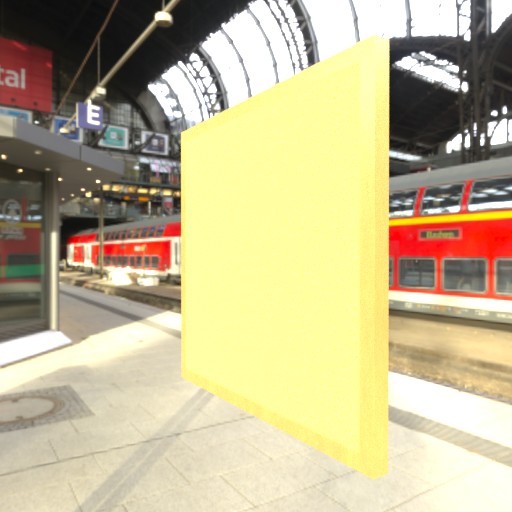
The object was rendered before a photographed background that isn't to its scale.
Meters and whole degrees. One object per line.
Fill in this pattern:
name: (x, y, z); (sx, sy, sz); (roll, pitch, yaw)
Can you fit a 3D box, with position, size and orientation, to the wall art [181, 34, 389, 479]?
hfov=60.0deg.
wall art: (0.000, 0.000, 2.745); (0.097, 1.936, 1.935); (0, 1, -35)
